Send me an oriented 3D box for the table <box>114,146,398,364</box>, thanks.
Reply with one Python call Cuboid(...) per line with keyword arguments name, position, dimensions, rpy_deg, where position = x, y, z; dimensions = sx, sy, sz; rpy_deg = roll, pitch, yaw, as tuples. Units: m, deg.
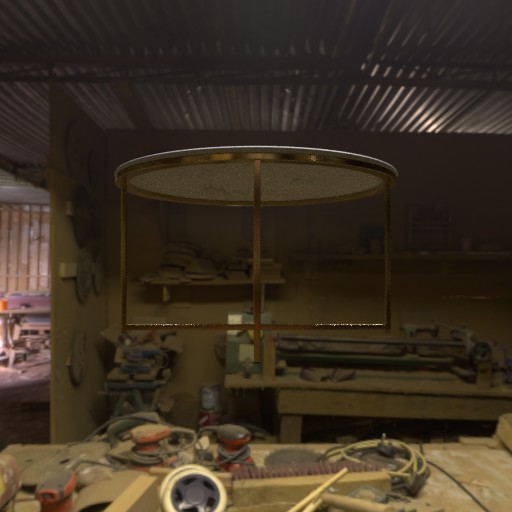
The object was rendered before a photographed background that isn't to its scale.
Cuboid(name="table", position=(0.000, 0.000, 1.311), dimensions=(0.800, 0.450, 0.800), rpy_deg=(0, -1, 0))
